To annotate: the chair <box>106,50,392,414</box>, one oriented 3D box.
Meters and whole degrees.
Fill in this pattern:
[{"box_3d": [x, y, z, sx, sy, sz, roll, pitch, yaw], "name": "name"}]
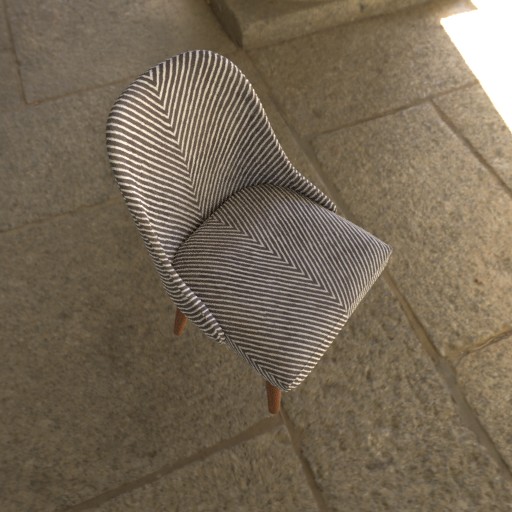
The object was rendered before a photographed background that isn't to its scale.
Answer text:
[{"box_3d": [0.000, 0.000, 1.200, 0.591, 0.883, 0.504, 35, 66, 18], "name": "chair"}]
